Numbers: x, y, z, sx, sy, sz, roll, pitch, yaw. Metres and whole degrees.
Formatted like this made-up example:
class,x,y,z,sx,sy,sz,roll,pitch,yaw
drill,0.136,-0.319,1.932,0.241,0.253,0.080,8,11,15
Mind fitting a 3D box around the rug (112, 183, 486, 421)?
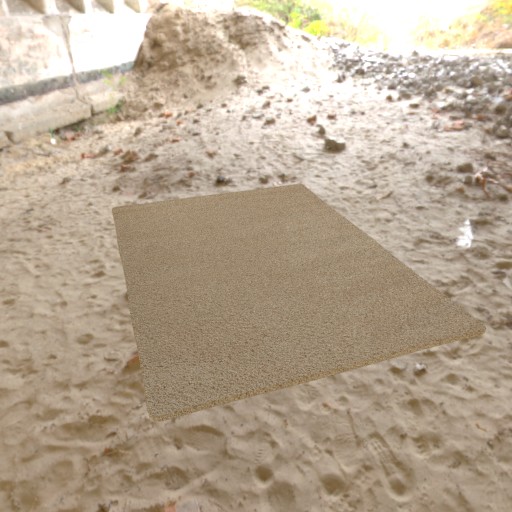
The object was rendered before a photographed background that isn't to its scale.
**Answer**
class,x,y,z,sx,sy,sz,roll,pitch,yaw
rug,0.000,0.000,2.070,1.199,0.025,1.600,-10,31,-17
